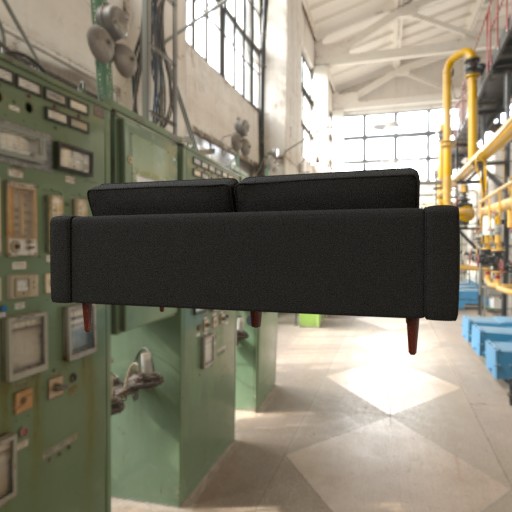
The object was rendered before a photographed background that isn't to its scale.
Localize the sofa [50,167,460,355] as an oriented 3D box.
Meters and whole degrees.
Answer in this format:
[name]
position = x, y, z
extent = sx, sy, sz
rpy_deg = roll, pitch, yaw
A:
[sofa]
position = 0.000, 0.000, 2.343
extent = 1.875, 0.759, 0.914
rpy_deg = 0, 1, 18
